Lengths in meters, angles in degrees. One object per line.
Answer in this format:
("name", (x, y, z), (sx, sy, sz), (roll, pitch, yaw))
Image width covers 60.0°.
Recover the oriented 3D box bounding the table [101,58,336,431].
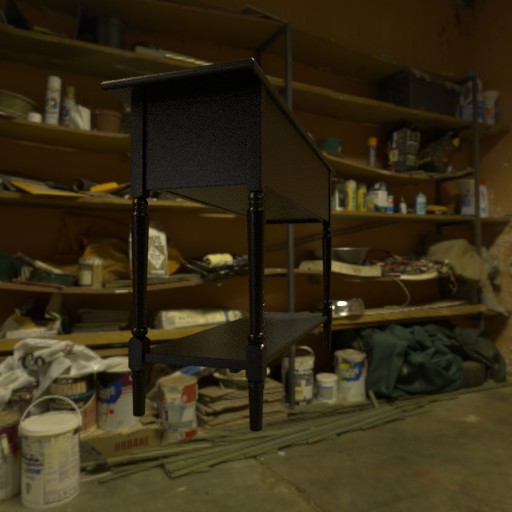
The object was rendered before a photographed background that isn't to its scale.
("table", (0.000, 0.000, 1.552), (0.386, 0.819, 1.191), (0, -1, 18))
